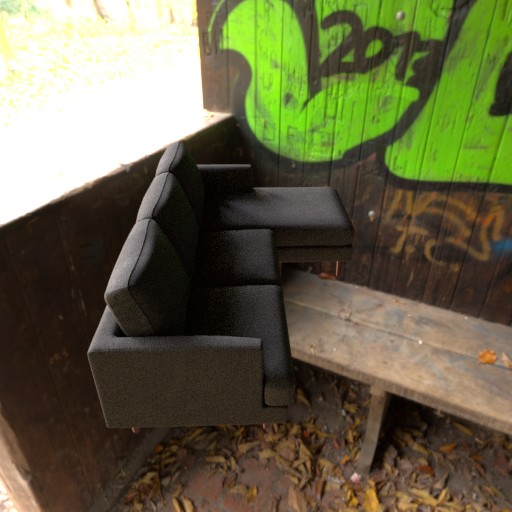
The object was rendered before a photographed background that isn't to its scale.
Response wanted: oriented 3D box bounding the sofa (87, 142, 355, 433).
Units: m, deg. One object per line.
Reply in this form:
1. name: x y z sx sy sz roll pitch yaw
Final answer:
1. sofa: 0.000 0.000 2.937 1.504 0.956 2.233 -1 32 -2
